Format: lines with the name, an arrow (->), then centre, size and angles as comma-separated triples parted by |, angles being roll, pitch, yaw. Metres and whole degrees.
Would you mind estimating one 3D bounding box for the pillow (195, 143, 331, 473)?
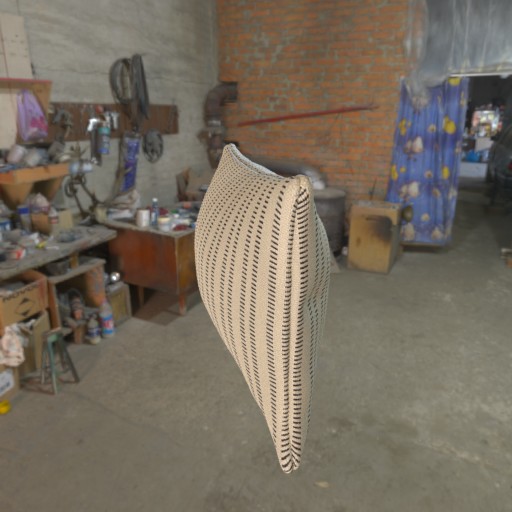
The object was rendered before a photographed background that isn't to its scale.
pillow -> 0.000, 0.000, 0.777 | 0.210, 0.353, 0.640 | -3, 17, -9
